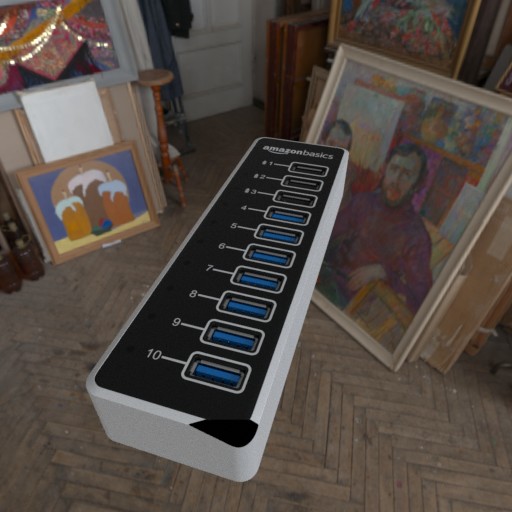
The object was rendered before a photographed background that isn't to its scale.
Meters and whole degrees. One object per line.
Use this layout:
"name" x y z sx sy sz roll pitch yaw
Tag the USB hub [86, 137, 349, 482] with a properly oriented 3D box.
"USB hub" 0.000 0.000 0.161 0.044 0.023 0.145 12 42 13
